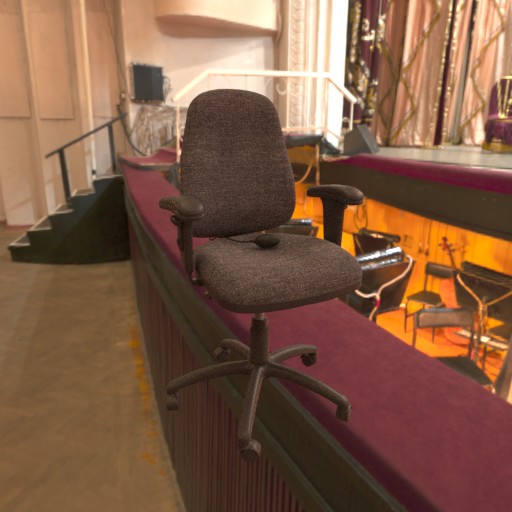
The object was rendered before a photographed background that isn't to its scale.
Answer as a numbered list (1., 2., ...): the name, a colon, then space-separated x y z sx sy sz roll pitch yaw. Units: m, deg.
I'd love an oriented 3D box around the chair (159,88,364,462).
1. chair: 0.000 0.000 1.257 0.550 0.910 0.530 -8 18 -26
